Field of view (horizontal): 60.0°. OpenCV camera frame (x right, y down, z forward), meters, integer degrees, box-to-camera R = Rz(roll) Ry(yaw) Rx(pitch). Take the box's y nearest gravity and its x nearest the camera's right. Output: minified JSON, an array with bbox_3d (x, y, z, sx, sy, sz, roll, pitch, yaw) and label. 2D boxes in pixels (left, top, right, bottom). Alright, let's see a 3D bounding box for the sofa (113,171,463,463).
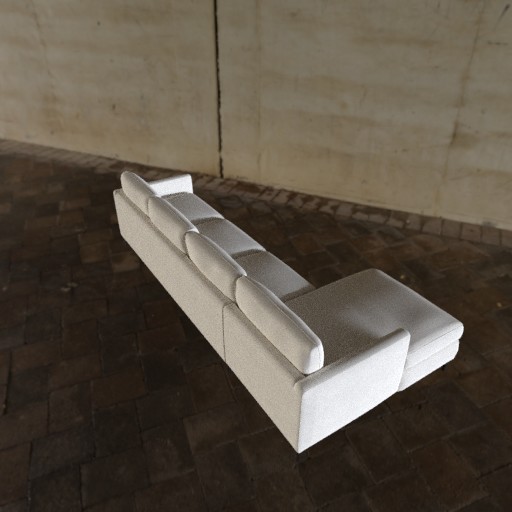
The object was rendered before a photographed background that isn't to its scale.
[{"bbox_3d":[0.000,0.000,3.882,1.467,0.875,3.186,-19,37,-28],"label":"sofa"}]
